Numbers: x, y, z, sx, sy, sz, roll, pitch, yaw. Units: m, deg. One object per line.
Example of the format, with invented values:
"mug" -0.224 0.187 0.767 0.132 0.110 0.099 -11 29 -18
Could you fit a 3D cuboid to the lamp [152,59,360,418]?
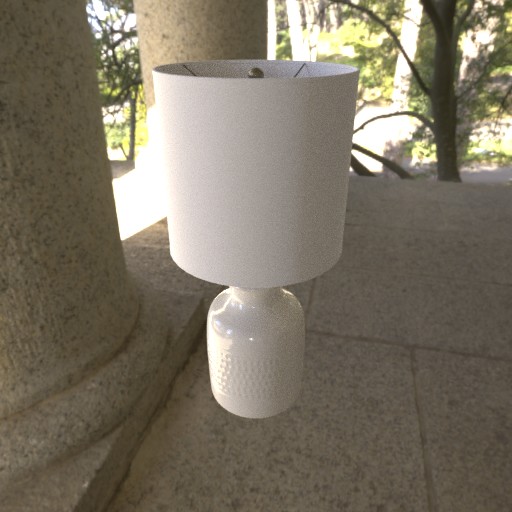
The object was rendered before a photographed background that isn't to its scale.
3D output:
"lamp" 0.000 0.000 0.499 0.188 0.392 0.188 -8 29 -15
